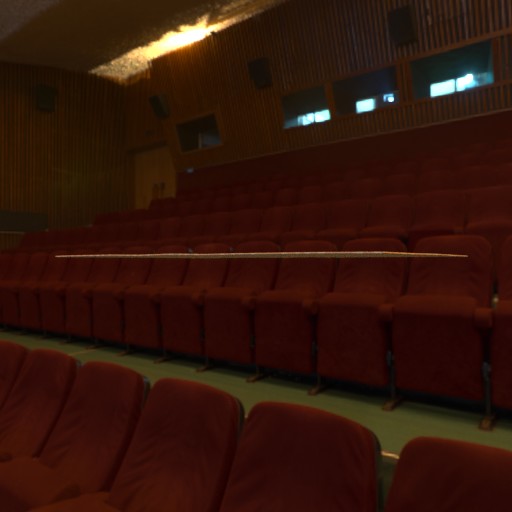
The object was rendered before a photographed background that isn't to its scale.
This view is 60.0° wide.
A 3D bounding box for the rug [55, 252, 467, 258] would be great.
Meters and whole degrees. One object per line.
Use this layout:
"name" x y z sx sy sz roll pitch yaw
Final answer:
"rug" 0.000 0.000 2.223 1.745 0.010 1.146 0 -1 36
